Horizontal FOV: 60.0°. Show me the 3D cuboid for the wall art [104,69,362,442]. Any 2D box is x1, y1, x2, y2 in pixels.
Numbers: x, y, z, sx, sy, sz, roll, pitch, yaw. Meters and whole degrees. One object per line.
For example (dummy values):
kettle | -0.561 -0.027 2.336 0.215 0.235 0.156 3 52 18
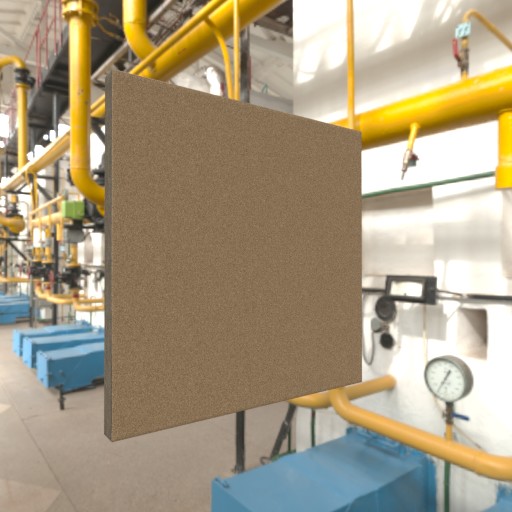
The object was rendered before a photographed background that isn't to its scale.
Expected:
wall art | 0.000 0.000 1.129 0.749 0.751 0.050 0 -1 -36
